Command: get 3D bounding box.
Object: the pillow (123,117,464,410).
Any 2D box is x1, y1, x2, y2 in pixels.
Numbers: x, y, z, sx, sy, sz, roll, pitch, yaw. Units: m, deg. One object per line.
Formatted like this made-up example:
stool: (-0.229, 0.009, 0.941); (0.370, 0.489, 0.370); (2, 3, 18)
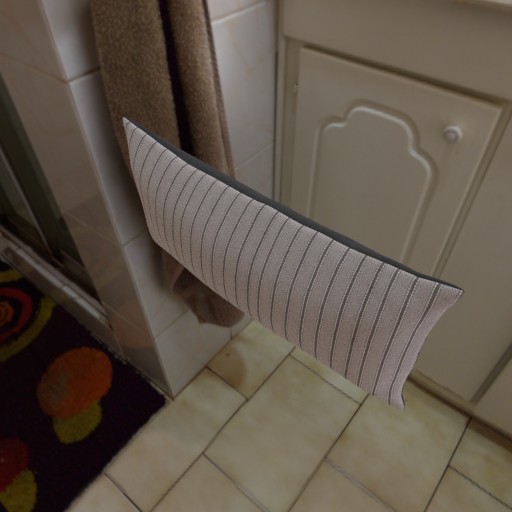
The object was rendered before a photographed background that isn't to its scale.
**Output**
pillow: (0.000, 0.000, 0.730); (0.609, 0.305, 0.151); (32, 54, 27)
